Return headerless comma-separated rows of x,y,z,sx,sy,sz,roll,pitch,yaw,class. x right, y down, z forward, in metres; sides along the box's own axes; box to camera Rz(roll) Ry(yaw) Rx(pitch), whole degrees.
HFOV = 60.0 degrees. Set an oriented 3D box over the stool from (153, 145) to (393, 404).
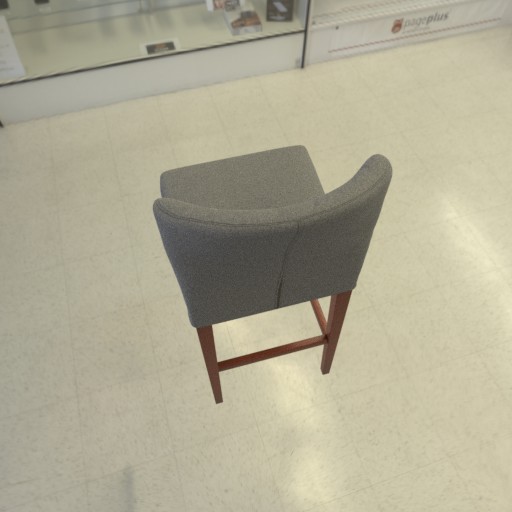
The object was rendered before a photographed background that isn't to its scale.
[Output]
0.000,0.000,1.342,0.481,1.069,0.568,-13,58,-8,stool
